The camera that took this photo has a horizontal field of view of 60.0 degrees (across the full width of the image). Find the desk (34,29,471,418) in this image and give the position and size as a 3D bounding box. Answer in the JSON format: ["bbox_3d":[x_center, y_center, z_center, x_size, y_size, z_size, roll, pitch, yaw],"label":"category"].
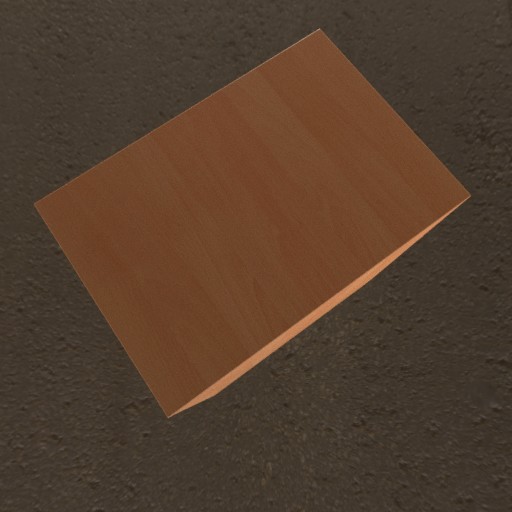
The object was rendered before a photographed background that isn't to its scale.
[{"bbox_3d":[0.000,0.000,1.075,0.600,0.730,0.404,-35,78,-9],"label":"desk"}]
